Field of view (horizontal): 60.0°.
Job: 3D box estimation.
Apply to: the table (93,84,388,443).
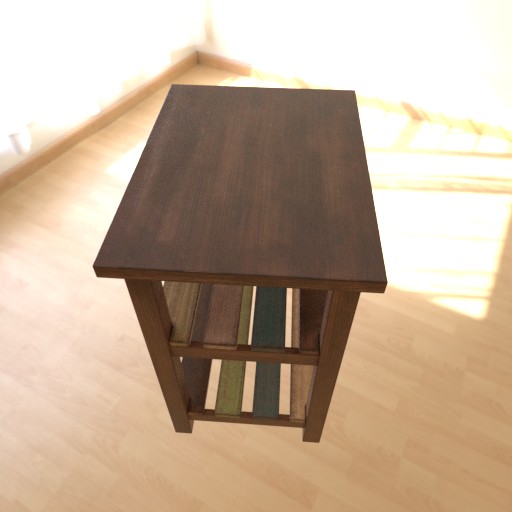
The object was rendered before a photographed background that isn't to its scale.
[{"bbox_3d":[0.000,0.000,0.950,0.356,0.584,0.609,3,47,3],"label":"table"}]
